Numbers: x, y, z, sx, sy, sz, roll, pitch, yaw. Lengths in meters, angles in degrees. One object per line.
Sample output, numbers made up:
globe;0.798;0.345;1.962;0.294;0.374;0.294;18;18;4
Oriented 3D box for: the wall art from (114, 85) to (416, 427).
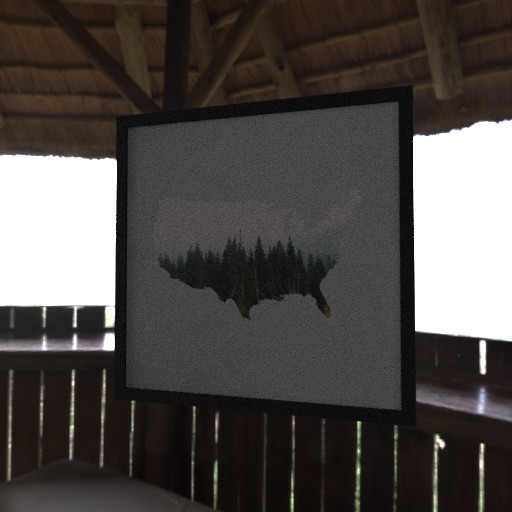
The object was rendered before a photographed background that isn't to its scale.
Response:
wall art;0.000;0.000;0.453;0.304;0.304;0.038;0;-2;16
